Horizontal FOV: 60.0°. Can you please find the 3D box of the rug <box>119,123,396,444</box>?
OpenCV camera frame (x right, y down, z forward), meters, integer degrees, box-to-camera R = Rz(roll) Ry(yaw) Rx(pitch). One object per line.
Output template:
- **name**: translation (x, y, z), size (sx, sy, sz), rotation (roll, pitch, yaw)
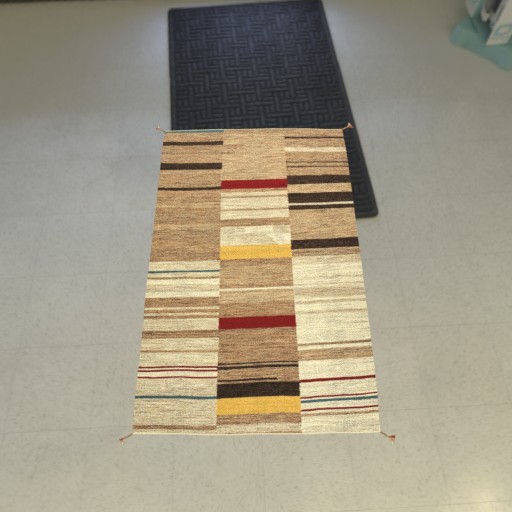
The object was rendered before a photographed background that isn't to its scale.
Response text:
- **rug**: translation (0.000, 0.000, 2.429), size (1.268, 0.007, 1.918), rotation (0, 63, 0)
